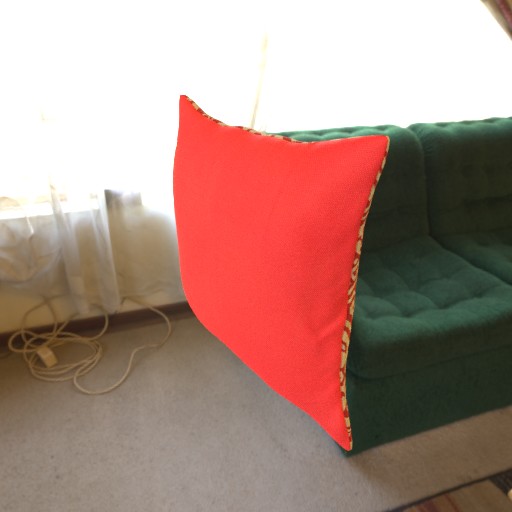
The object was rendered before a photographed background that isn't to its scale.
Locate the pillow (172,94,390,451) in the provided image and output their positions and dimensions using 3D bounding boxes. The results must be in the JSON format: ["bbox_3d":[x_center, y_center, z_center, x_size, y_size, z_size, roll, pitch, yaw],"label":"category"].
[{"bbox_3d":[0.000,0.000,0.798,0.192,0.507,0.522,-17,31,-31],"label":"pillow"}]
